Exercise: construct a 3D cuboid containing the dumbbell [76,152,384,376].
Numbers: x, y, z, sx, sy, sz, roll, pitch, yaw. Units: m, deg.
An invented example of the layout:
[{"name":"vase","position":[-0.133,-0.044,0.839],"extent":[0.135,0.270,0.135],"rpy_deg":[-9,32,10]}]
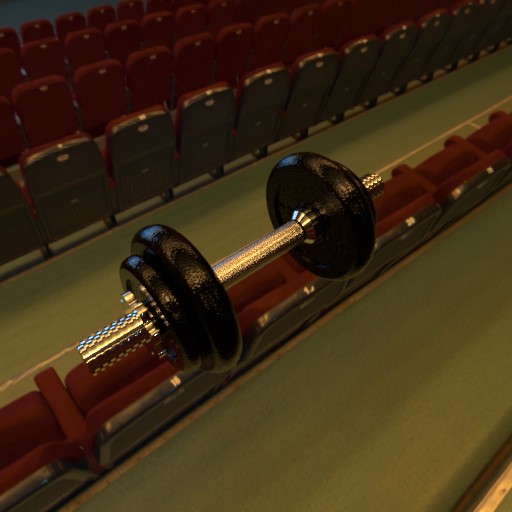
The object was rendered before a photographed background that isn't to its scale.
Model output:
[{"name":"dumbbell","position":[0.000,0.000,0.600],"extent":[0.497,0.202,0.202],"rpy_deg":[-31,54,-27]}]
